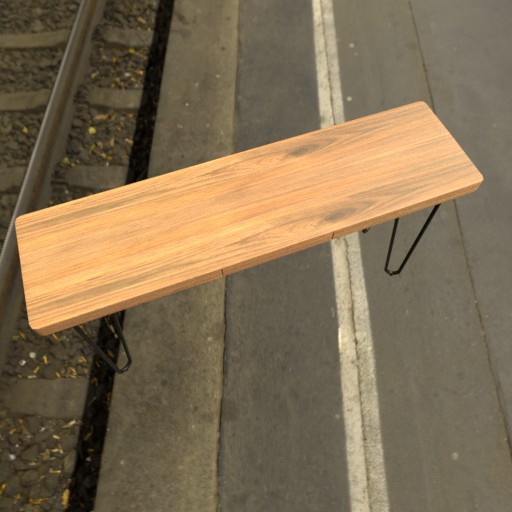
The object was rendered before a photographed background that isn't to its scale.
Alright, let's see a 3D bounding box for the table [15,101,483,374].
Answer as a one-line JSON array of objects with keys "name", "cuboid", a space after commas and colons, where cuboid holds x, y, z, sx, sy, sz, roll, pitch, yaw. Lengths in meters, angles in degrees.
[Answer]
[{"name": "table", "cuboid": [0.000, 0.000, 1.884, 1.570, 0.834, 0.425, -18, 63, -10]}]
